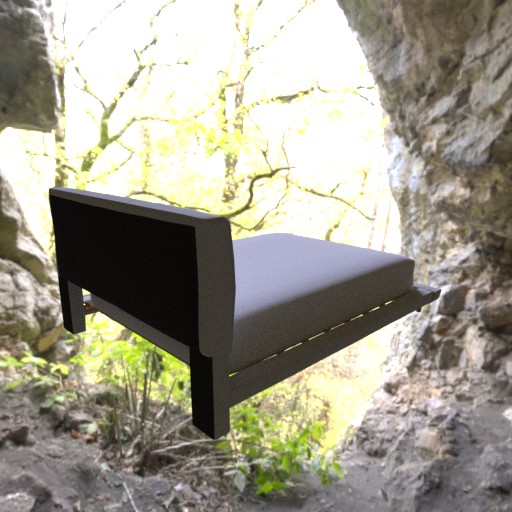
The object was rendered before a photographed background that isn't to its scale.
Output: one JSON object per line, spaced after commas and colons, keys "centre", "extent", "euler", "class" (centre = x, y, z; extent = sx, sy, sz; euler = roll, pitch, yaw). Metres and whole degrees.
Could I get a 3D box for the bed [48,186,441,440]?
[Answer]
{"centre": [0.000, 0.000, 3.321], "extent": [2.368, 1.067, 1.840], "euler": [-13, 19, -42], "class": "bed"}
